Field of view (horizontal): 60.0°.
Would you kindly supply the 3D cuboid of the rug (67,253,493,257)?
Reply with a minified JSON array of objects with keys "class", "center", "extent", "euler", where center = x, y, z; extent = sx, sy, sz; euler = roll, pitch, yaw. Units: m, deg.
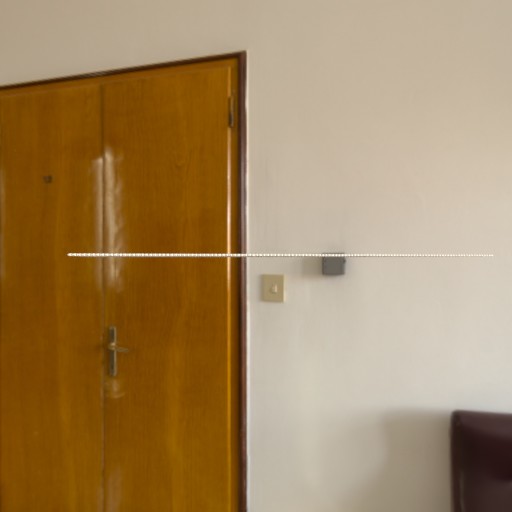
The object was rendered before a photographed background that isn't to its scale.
[{"class":"rug","center":[0.000,0.000,4.088],"extent":[3.048,0.013,2.438],"euler":[0,0,-18]}]
